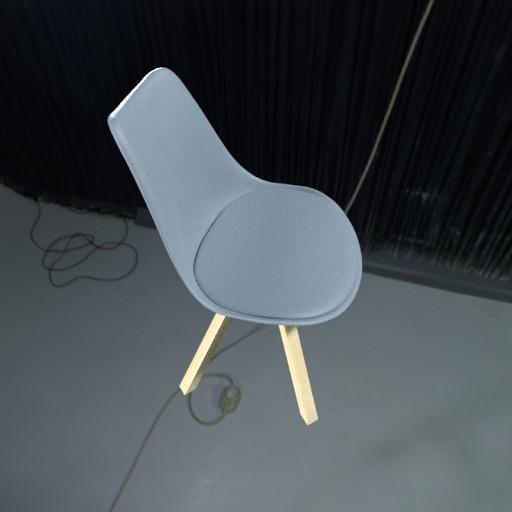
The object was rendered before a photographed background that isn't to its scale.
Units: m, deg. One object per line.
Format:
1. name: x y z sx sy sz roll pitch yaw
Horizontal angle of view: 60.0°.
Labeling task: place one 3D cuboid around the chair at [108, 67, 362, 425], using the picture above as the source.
1. chair: 0.000 0.000 1.169 0.549 0.850 0.485 10 48 10
